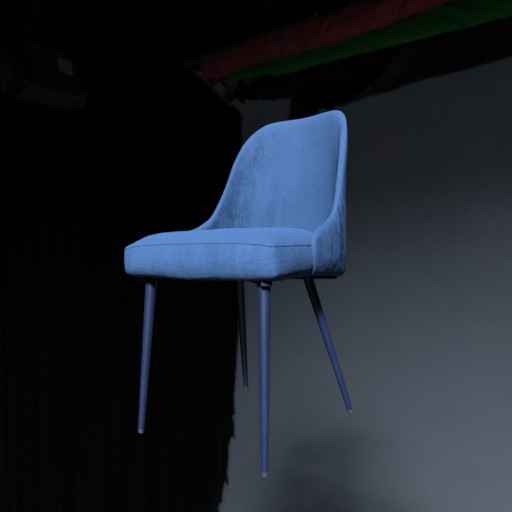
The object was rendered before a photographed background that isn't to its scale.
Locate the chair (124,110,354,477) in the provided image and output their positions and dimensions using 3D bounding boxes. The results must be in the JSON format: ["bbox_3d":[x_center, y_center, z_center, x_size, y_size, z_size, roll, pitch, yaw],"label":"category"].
[{"bbox_3d":[0.000,0.000,1.214,0.478,0.896,0.559,0,0,36],"label":"chair"}]
